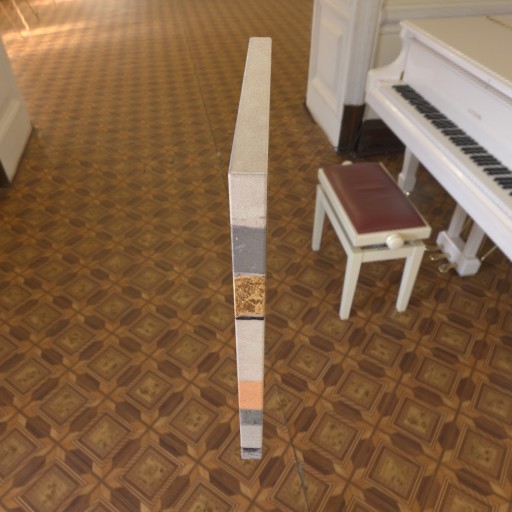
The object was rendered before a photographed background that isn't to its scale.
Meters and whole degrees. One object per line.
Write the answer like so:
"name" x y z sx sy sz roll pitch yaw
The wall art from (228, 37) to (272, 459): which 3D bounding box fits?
"wall art" 0.000 0.000 0.796 0.038 0.609 0.456 1 41 2
